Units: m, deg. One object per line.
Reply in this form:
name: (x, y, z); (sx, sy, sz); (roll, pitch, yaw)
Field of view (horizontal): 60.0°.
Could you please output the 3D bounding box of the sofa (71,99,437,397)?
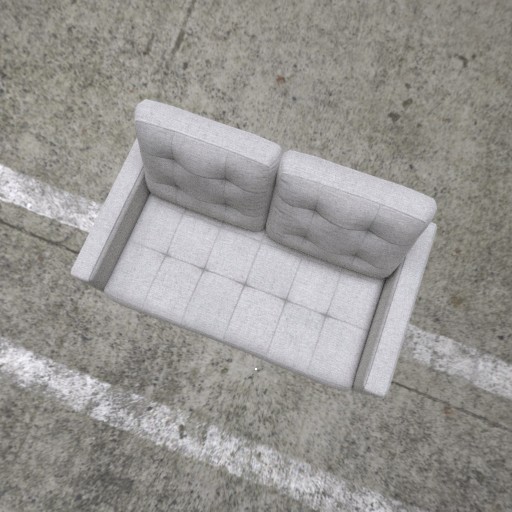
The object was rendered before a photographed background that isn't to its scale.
sofa: (0.000, 0.000, 2.011); (1.407, 0.907, 0.842); (20, 77, 5)
